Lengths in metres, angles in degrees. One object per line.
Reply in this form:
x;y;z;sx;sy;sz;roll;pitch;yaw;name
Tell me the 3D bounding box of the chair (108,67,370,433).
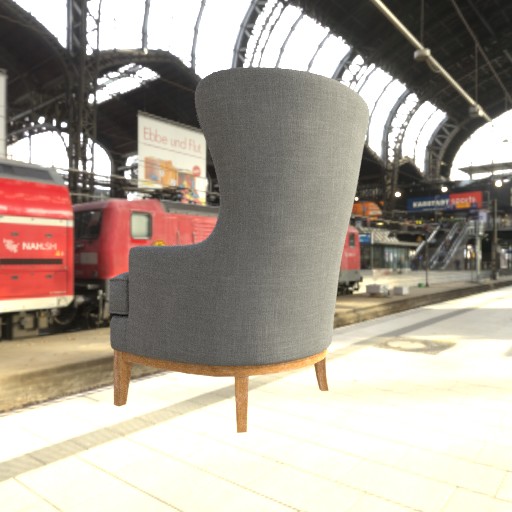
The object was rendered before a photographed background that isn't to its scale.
0.000;0.000;1.816;0.883;1.176;0.864;0;0;37;chair
